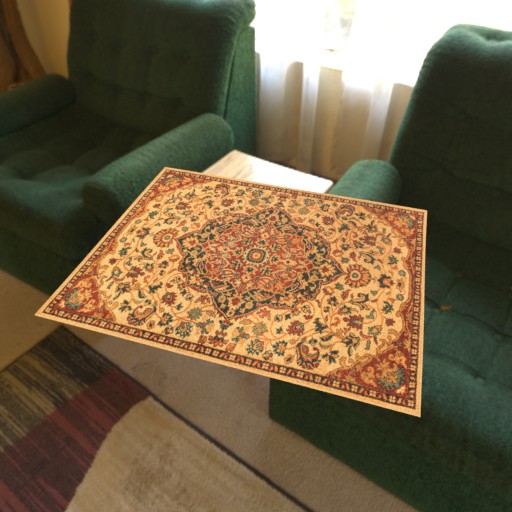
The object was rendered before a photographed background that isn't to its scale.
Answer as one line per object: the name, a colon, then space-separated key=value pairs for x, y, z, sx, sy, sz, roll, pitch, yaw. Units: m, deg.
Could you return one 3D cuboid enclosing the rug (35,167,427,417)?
rug: x=0.000 y=0.000 z=4.188 sx=3.067 sy=0.005 sz=2.454 roll=12 pitch=43 yaw=13
